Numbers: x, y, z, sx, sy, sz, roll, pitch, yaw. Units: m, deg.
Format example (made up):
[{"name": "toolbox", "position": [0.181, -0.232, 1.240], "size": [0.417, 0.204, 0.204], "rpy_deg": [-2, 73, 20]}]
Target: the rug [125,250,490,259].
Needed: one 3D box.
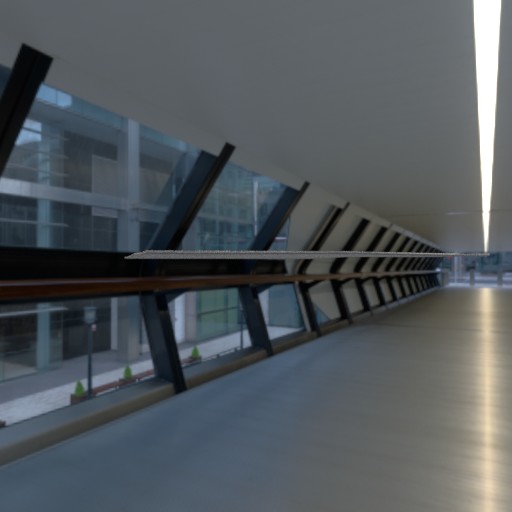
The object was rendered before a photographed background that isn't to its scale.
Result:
[{"name": "rug", "position": [0.000, 0.000, 2.945], "size": [1.604, 0.030, 2.307], "rpy_deg": [0, -1, -18]}]
